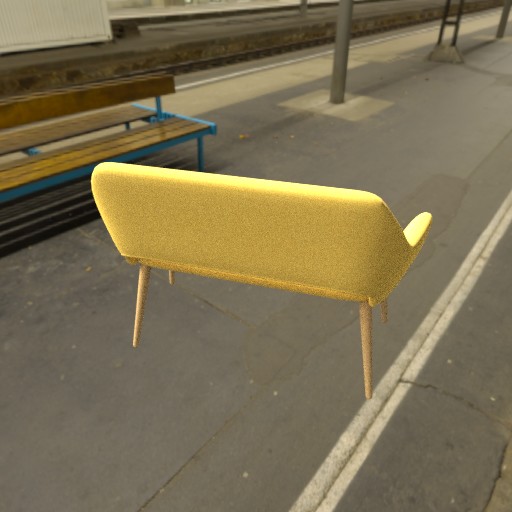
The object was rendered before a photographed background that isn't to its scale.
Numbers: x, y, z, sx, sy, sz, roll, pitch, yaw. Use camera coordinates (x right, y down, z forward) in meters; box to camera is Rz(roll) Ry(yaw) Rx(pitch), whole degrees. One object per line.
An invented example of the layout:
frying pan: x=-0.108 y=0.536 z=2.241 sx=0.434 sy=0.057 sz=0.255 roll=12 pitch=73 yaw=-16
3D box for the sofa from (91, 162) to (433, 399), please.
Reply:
sofa: x=0.000 y=0.000 z=1.626 sx=1.150 sy=0.840 sz=0.610 roll=9 pitch=34 yaw=14
